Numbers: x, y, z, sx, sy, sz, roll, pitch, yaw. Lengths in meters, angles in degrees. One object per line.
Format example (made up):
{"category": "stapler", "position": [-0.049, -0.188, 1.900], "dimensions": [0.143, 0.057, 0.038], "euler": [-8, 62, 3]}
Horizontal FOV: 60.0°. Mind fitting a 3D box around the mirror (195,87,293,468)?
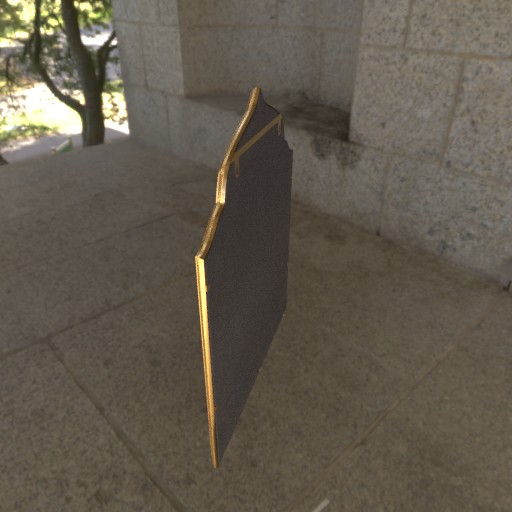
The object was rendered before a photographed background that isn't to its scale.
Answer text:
{"category": "mirror", "position": [0.000, 0.000, 0.879], "dimensions": [0.018, 0.635, 0.513], "euler": [9, 32, 15]}
